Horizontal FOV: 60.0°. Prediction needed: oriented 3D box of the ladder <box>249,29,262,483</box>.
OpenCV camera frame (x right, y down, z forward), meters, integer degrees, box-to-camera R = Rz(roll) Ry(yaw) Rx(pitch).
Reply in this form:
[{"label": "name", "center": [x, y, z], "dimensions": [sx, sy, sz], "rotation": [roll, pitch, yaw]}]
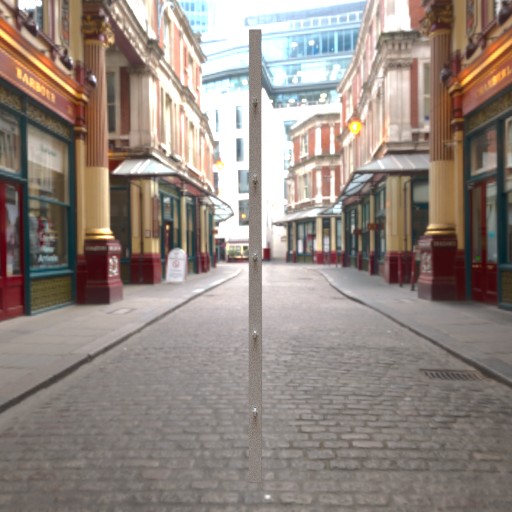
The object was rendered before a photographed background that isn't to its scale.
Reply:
[{"label": "ladder", "center": [0.000, 0.000, 1.955], "dimensions": [0.051, 1.797, 0.452], "rotation": [0, 0, 1]}]
